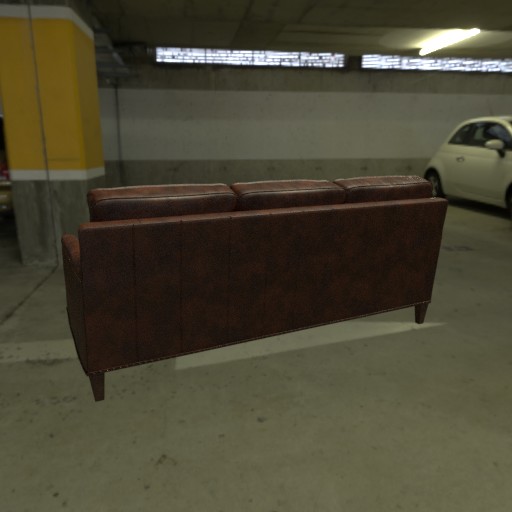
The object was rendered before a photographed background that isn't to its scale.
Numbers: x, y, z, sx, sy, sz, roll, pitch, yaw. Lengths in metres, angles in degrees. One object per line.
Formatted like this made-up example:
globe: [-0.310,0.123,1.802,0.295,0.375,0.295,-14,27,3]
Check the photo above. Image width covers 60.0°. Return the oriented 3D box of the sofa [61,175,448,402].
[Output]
sofa: [0.000,0.000,2.824,2.240,1.003,1.084,-7,16,-26]
